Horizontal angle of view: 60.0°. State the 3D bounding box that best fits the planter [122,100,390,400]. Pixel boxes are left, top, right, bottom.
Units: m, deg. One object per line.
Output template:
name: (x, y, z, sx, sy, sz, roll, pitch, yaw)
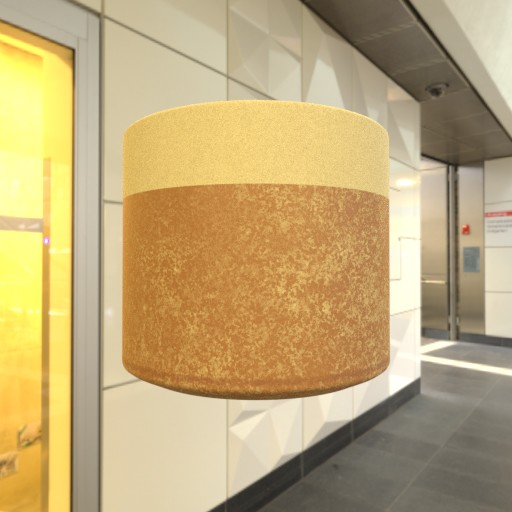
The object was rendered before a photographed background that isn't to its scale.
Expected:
planter: (0.000, 0.000, 0.275, 0.159, 0.138, 0.159, 0, -1, 0)
